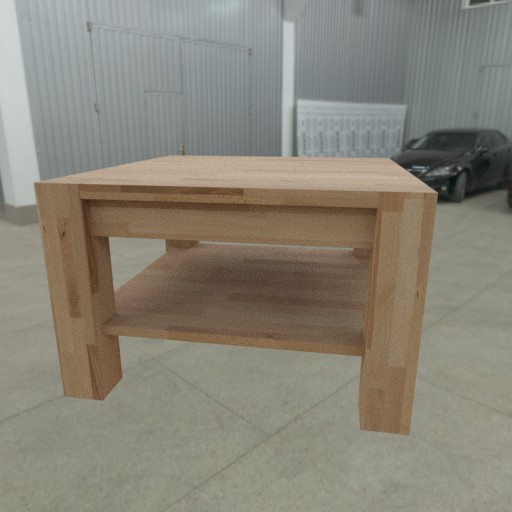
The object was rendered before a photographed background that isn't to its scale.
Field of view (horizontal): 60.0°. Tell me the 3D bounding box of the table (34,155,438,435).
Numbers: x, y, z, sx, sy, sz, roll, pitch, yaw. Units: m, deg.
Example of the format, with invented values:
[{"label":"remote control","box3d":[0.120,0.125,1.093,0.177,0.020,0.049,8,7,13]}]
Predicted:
[{"label":"table","box3d":[0.000,0.000,1.143,0.700,0.451,0.700,3,17,10]}]
